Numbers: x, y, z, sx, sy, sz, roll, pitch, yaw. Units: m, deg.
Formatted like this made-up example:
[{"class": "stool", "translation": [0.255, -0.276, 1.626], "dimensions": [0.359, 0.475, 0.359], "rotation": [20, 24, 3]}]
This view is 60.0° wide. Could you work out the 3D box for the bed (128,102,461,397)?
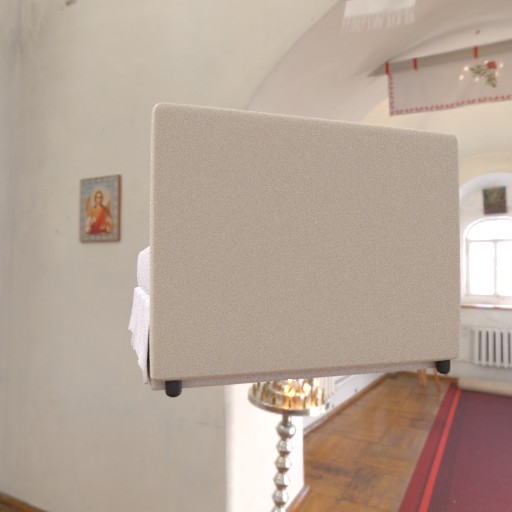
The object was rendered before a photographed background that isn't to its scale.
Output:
[{"class": "bed", "translation": [0.000, 0.000, 3.179], "dimensions": [1.714, 1.330, 2.147], "rotation": [0, -2, -17]}]
